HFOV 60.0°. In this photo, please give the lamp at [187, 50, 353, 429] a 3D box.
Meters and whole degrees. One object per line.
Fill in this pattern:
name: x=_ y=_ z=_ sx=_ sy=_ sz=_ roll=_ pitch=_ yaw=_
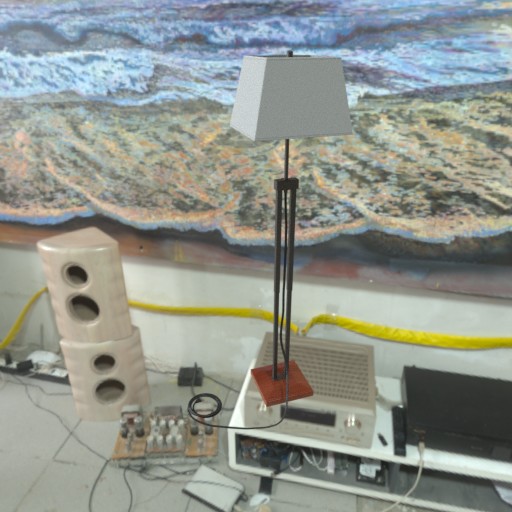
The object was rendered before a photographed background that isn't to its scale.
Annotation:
lamp: x=0.000 y=0.000 z=2.038 sx=0.745 sy=1.712 sz=0.472 roll=-8 pitch=27 yaw=-16
